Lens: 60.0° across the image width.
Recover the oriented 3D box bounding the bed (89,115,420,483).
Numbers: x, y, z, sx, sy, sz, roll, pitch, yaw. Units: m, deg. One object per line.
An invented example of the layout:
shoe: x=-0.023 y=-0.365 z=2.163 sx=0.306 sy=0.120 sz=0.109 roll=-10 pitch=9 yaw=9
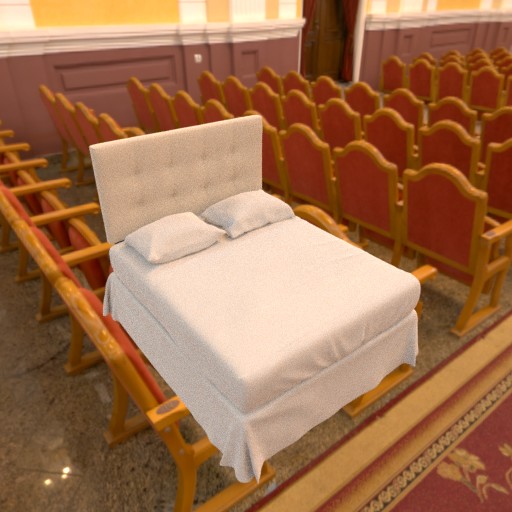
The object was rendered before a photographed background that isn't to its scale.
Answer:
bed: x=0.000 y=0.000 z=3.478 sx=1.936 sy=1.577 sz=2.222 roll=-22 pitch=37 yaw=-32
